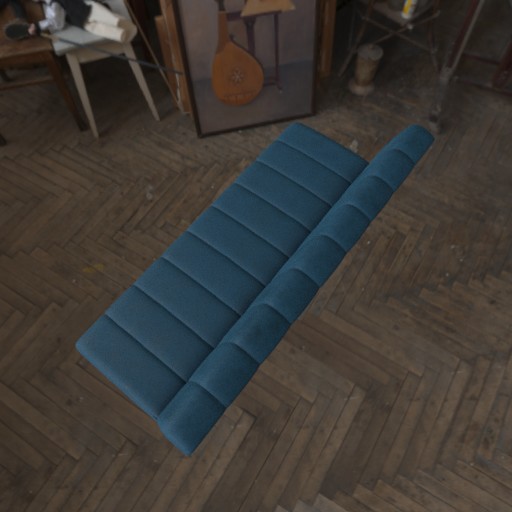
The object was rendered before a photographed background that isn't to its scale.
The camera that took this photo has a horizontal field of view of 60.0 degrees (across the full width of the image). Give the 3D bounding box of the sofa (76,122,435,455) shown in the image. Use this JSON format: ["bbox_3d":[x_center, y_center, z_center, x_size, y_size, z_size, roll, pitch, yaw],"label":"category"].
[{"bbox_3d":[0.000,0.000,2.289,0.830,0.825,1.810,35,68,16],"label":"sofa"}]
